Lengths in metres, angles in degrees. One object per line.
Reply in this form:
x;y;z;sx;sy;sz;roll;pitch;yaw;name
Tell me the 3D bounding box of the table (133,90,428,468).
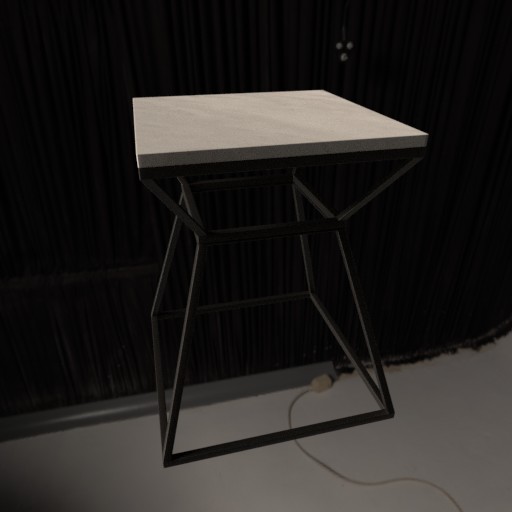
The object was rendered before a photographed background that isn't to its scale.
0.000;0.000;0.893;0.455;0.559;0.455;-7;30;-12;table
